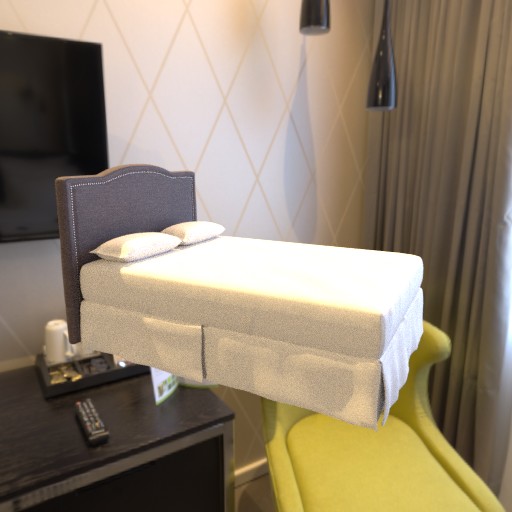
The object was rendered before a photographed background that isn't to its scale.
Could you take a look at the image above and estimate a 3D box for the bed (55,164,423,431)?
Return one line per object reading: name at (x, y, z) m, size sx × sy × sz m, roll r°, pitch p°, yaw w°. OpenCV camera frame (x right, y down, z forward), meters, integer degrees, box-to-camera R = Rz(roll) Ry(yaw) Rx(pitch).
bed at (0.000, 0.000, 3.589) m, size 2.507 × 1.441 × 1.741 m, roll 7°, pitch 14°, yaw 27°
